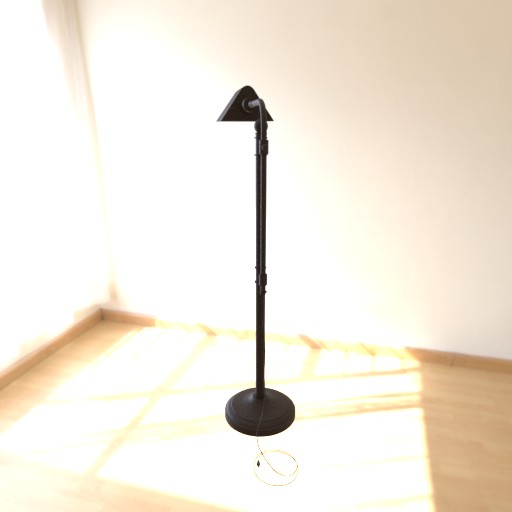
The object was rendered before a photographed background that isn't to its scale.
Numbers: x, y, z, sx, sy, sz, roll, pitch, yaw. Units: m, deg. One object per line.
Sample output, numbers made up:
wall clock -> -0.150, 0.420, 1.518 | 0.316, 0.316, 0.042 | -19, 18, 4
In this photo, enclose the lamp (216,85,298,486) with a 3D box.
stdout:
lamp -> 0.000, 0.000, 0.957 | 0.159, 0.708, 0.545 | -3, 17, -9
